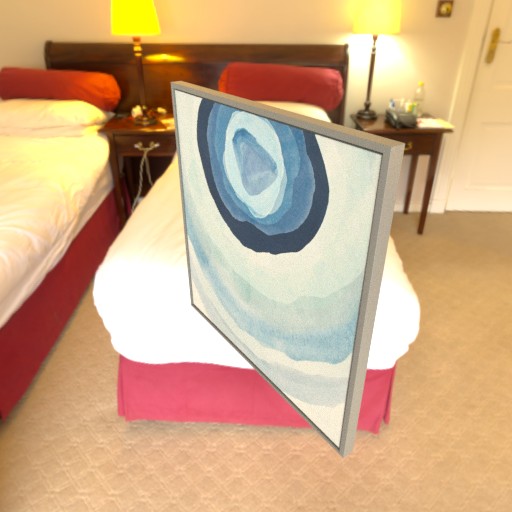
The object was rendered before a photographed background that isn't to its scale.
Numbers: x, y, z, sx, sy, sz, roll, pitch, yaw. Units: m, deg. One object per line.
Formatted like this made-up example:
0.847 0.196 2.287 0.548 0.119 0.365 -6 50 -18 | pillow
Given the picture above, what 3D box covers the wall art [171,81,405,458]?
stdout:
0.000 0.000 1.224 0.038 0.807 0.809 -20 36 -30 | wall art
